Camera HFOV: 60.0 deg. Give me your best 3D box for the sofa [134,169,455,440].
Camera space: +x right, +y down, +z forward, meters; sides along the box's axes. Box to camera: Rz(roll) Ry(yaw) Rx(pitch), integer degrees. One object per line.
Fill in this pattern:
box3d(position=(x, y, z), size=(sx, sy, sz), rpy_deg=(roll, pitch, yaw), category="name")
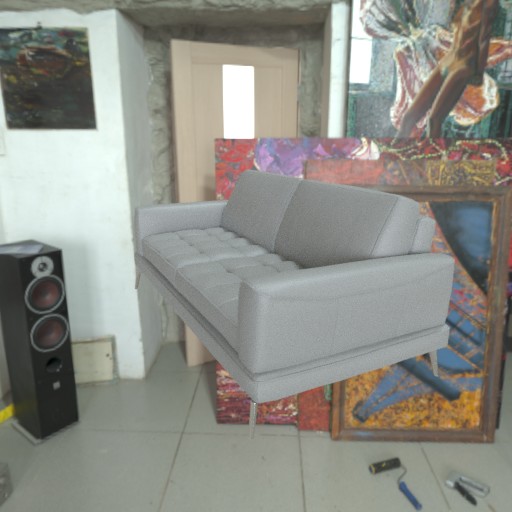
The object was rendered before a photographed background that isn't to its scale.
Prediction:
box3d(position=(0.000, 0.000, 2.776), size=(1.121, 0.930, 2.177), rpy_deg=(-8, 18, -26), category="sofa")
